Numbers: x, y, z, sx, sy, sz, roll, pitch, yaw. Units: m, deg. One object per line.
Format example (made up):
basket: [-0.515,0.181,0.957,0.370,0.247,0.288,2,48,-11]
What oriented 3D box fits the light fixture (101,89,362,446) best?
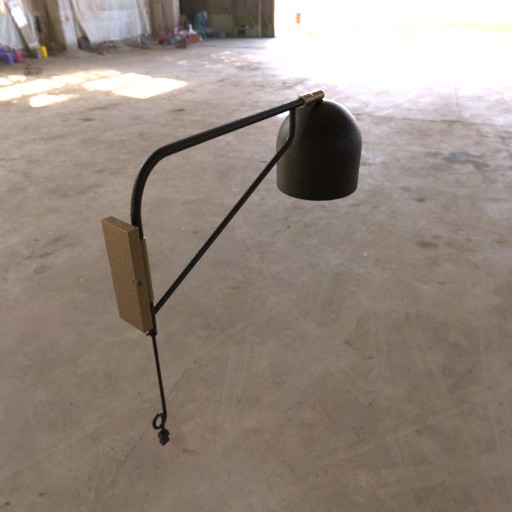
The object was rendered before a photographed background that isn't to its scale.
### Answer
light fixture: [0.000,0.000,1.063,0.215,0.696,0.720,23,37,33]
